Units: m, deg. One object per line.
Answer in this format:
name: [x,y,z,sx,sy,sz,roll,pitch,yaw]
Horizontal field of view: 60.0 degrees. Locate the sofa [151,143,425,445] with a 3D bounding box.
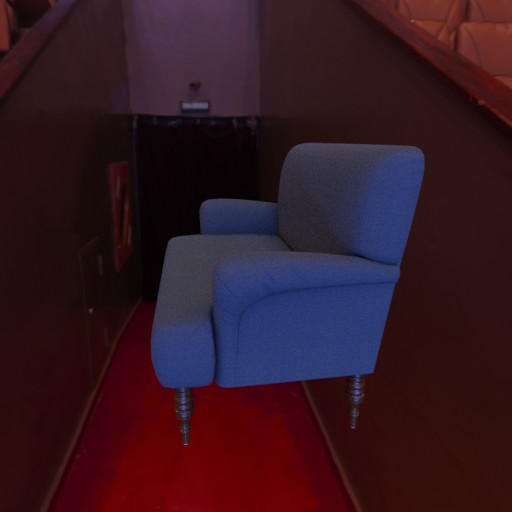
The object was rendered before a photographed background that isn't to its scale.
sofa: [0.000,0.000,1.813,0.779,0.889,1.297,-2,15,-8]
